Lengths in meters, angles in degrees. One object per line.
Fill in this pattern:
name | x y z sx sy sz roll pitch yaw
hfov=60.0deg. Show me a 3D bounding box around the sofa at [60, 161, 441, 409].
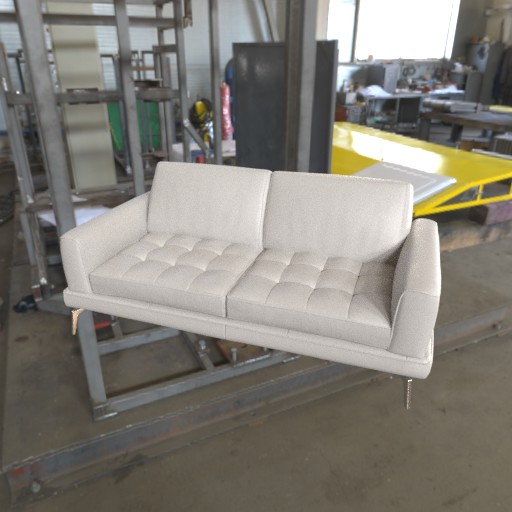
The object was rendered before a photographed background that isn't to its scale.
sofa | 0.000 0.000 2.784 2.177 0.930 1.121 8 26 17
